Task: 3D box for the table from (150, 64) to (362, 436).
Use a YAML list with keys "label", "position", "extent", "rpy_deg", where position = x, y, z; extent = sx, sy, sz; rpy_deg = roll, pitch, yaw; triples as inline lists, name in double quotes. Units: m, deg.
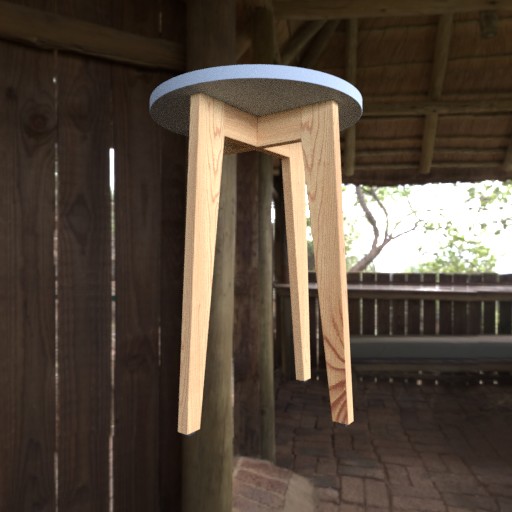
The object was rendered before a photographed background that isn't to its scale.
- label: "table"
  position: [0.000, 0.000, 0.752]
  extent: [0.350, 0.500, 0.350]
  rpy_deg: [0, 0, 0]
